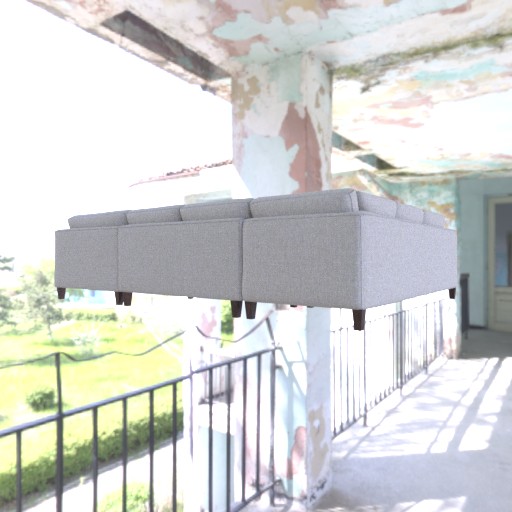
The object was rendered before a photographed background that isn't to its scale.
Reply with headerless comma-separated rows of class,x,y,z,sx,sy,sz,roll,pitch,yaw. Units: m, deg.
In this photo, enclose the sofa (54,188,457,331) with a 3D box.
sofa,0.000,0.000,4.597,3.403,0.889,2.551,0,0,36
